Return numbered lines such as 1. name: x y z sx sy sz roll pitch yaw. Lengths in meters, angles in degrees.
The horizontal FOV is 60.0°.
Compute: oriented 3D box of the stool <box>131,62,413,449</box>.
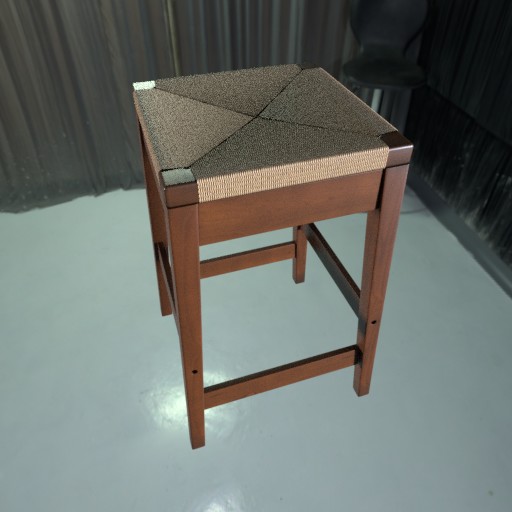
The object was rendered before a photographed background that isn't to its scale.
1. stool: 0.000 0.000 1.106 0.507 0.762 0.497 -13 44 -13
